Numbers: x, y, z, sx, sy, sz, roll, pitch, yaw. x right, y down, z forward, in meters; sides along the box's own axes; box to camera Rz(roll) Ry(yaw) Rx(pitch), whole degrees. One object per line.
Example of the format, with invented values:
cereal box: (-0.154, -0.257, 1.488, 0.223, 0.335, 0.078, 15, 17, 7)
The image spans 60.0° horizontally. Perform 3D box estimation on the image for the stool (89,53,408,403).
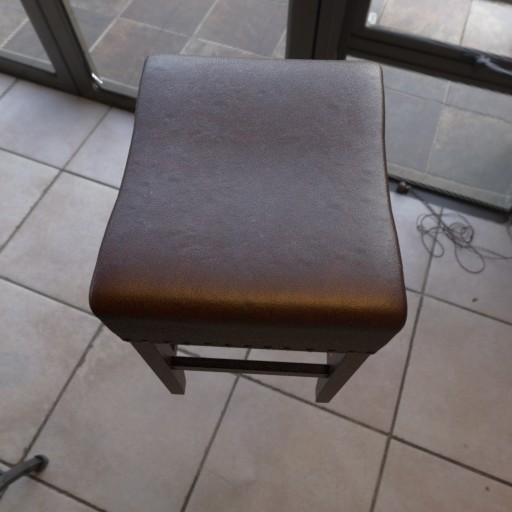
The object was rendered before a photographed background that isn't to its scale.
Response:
stool: (0.000, 0.000, 0.897, 0.397, 0.608, 0.465, 3, 63, 1)
